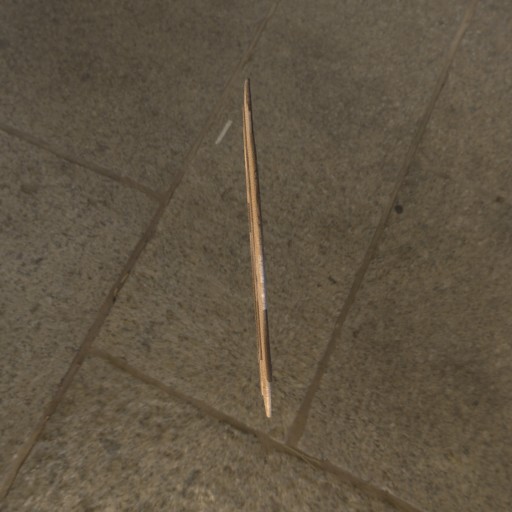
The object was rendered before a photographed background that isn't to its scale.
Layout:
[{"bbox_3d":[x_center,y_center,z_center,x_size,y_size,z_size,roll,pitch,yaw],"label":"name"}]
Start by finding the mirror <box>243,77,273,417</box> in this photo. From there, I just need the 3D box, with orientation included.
[{"bbox_3d":[0.000,0.000,1.023,0.019,0.686,0.686,-4,76,-1],"label":"mirror"}]
